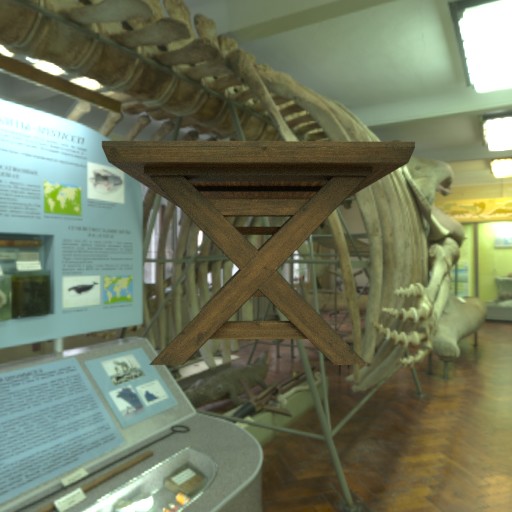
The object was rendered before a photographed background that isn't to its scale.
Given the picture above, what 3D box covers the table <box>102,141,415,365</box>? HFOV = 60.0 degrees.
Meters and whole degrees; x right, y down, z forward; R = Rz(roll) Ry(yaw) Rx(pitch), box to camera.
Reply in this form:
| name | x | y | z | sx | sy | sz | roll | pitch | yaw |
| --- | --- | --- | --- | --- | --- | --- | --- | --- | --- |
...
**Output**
| name | x | y | z | sx | sy | sz | roll | pitch | yaw |
| --- | --- | --- | --- | --- | --- | --- | --- | --- | --- |
| table | 0.000 | 0.000 | 2.499 | 1.071 | 0.793 | 1.966 | 0 | 0 | -1 |
